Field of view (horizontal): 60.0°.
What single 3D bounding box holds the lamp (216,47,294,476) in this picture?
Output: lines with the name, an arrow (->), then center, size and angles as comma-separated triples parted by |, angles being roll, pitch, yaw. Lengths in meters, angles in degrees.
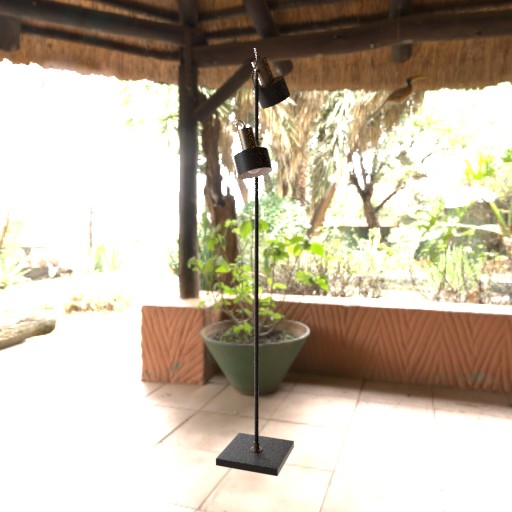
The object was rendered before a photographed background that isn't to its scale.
lamp -> 0.000, 0.000, 1.639 | 0.233, 1.505, 0.315 | 1, 2, 19
